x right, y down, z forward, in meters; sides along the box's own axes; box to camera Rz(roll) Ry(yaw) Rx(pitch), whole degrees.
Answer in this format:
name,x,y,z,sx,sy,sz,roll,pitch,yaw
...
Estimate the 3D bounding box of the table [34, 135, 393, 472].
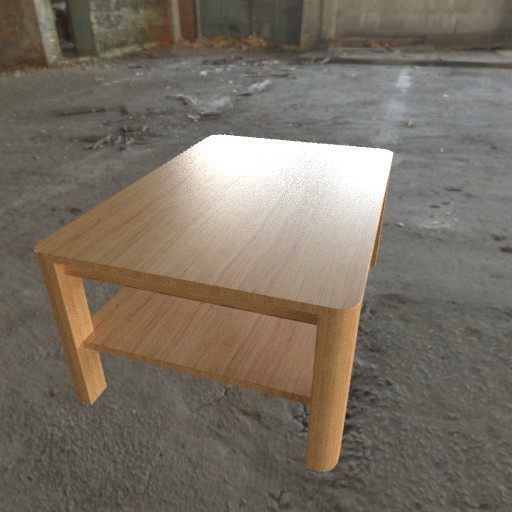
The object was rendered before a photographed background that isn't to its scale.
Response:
name,x,y,z,sx,sy,sz,roll,pitch,yaw
table,0.000,0.000,1.360,0.696,0.445,0.997,9,31,16
